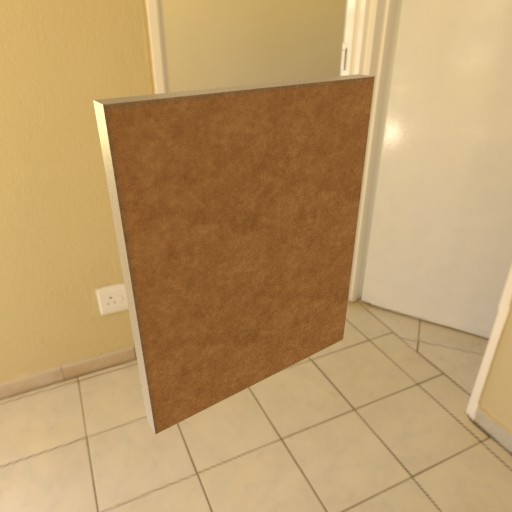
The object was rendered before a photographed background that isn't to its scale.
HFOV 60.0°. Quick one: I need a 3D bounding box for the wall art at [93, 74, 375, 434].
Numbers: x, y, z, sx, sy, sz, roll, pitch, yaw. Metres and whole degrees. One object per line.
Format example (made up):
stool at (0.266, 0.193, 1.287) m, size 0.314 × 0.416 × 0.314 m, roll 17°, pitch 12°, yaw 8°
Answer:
wall art at (0.000, 0.000, 0.768) m, size 0.453 × 0.554 × 0.037 m, roll -18°, pitch 34°, yaw -30°
